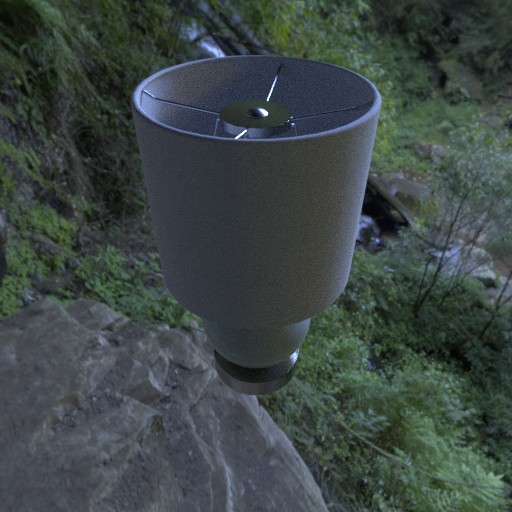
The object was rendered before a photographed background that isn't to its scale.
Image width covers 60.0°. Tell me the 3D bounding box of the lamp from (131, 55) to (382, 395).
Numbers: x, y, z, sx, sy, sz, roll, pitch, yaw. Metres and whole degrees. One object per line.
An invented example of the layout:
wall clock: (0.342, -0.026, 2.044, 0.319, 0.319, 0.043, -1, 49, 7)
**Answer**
lamp: (0.000, 0.000, 0.473, 0.201, 0.353, 0.201, -10, 40, -12)
